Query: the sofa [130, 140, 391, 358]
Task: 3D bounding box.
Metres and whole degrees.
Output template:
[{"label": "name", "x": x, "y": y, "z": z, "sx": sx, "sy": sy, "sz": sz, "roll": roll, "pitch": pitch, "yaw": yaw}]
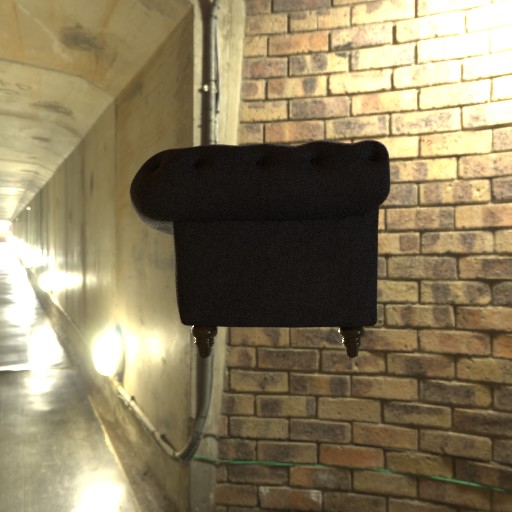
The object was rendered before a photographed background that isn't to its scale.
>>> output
[{"label": "sofa", "x": 0.000, "y": 0.000, "z": 2.523, "sx": 1.082, "sy": 0.833, "sz": 1.988, "roll": 0, "pitch": -1, "yaw": 2}]
